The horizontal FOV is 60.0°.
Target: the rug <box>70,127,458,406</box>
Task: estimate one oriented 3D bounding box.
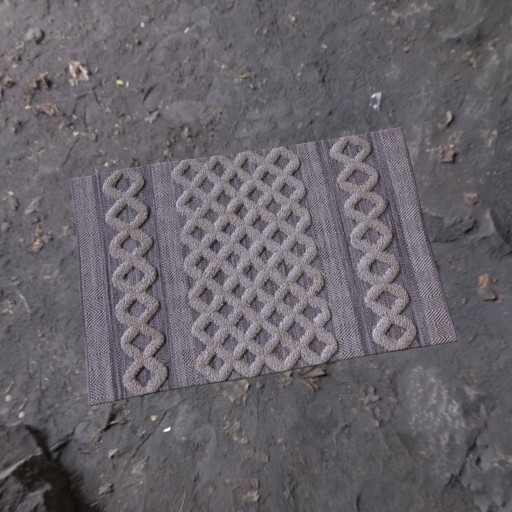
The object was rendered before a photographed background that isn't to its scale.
[{"bbox_3d":[0.000,0.000,2.905,2.333,0.033,1.513,-9,78,-2],"label":"rug"}]
